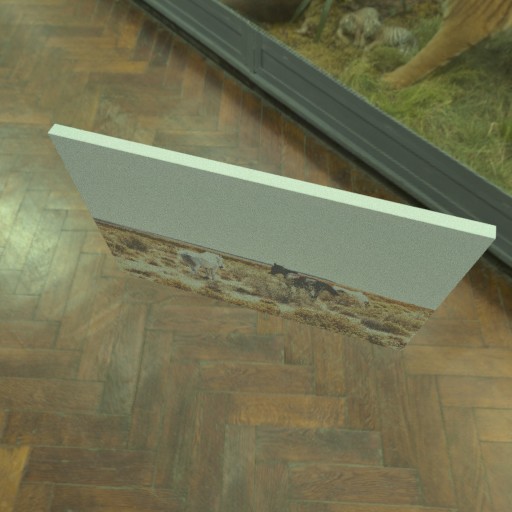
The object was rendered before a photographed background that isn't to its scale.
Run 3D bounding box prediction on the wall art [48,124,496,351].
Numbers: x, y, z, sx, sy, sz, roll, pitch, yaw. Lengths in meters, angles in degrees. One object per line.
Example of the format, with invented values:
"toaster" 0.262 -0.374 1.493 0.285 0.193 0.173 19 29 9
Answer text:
"wall art" 0.000 0.000 1.892 1.520 1.016 0.051 15 60 9
